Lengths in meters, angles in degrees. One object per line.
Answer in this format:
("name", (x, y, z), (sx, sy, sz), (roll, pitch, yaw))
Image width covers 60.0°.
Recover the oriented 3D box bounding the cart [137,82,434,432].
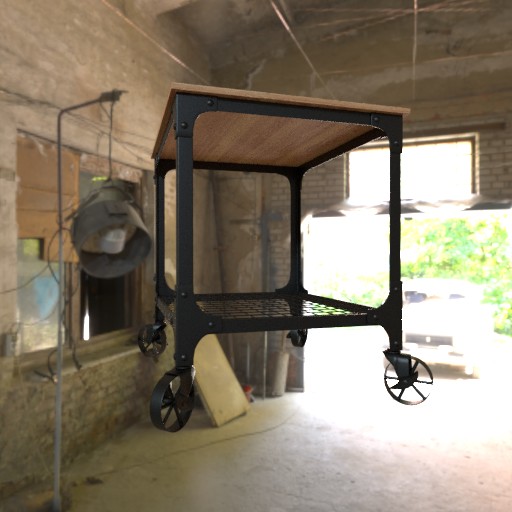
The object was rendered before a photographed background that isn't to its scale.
("cart", (0.000, 0.000, 1.117), (0.558, 0.603, 0.666), (0, 0, -17))
